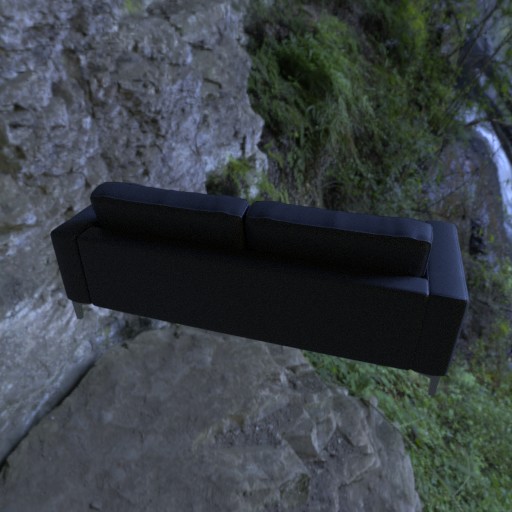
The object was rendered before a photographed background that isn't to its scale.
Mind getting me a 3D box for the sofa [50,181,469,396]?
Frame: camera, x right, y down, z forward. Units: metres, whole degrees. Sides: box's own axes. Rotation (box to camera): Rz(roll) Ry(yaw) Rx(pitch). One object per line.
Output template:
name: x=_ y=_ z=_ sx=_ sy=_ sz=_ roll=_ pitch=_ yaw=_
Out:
sofa: x=0.000 y=0.000 z=2.685 sx=2.275 sy=0.893 sz=0.833 roll=9 pitch=32 yaw=14
